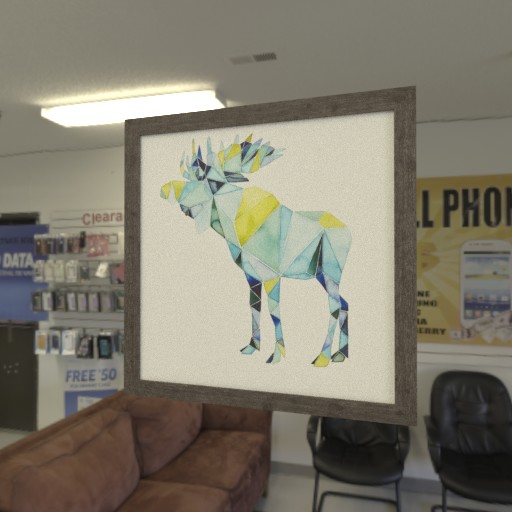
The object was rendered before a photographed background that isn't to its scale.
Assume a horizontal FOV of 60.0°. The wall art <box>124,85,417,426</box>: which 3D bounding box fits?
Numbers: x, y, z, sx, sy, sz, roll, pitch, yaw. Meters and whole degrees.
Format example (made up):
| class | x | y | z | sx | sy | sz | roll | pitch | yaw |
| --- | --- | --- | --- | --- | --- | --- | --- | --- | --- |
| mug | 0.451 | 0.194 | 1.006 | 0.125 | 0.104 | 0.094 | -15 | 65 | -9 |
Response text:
| class | x | y | z | sx | sy | sz | roll | pitch | yaw |
| --- | --- | --- | --- | --- | --- | --- | --- | --- | --- |
| wall art | 0.000 | 0.000 | 0.671 | 0.457 | 0.457 | 0.013 | 0 | -1 | 18 |
